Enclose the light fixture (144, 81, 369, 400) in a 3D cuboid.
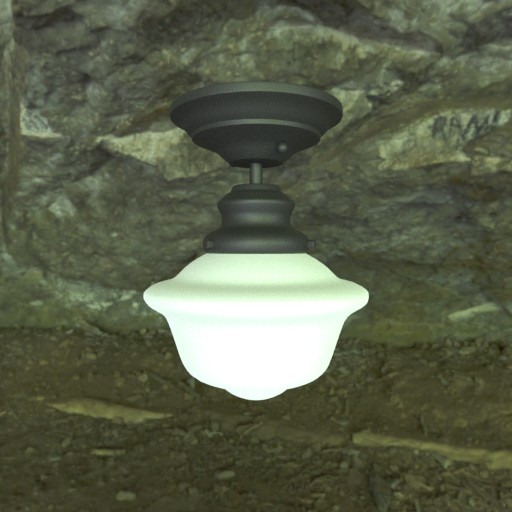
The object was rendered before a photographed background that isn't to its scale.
[{"bbox_3d":[0.000,0.000,0.396,0.197,0.254,0.197,0,1,0],"label":"light fixture"}]
